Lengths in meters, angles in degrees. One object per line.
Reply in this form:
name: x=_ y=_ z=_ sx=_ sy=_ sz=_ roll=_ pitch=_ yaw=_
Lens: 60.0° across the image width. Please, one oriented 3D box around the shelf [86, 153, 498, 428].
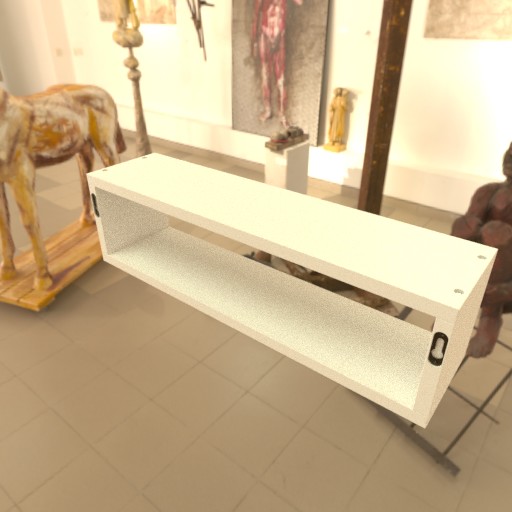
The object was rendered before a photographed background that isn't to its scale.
shelf: x=0.000 y=0.000 z=0.678 sx=0.610 sy=0.170 sz=0.150 roll=22 pitch=37 yaw=32
